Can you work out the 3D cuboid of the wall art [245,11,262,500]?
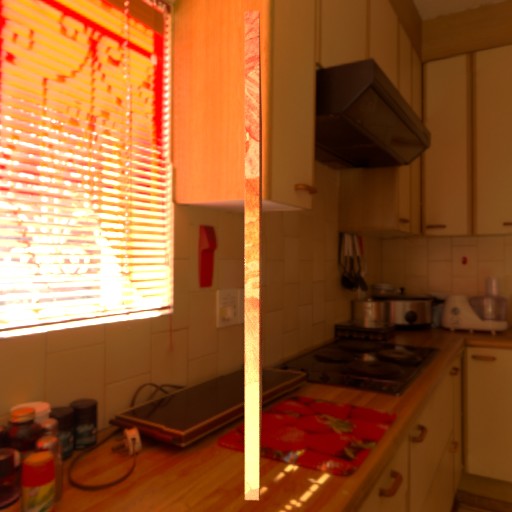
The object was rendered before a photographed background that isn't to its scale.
[{"bbox_3d":[0.000,0.000,1.298,0.031,1.015,0.762,0,0,1],"label":"wall art"}]
